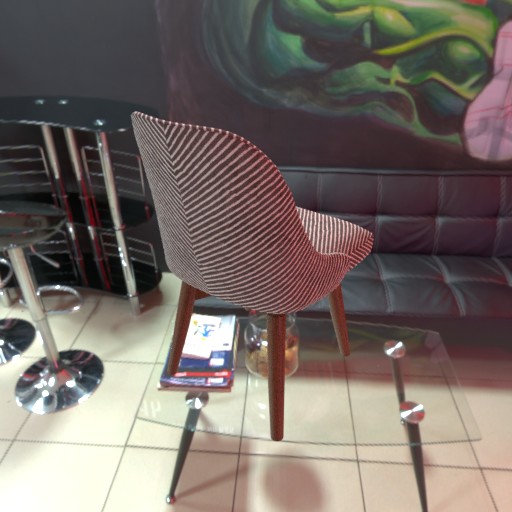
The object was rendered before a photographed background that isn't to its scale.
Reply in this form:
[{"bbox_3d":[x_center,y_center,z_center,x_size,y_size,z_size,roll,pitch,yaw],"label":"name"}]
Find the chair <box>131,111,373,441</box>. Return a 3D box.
[{"bbox_3d":[0.000,0.000,1.274,0.504,0.883,0.591,21,37,31],"label":"chair"}]
